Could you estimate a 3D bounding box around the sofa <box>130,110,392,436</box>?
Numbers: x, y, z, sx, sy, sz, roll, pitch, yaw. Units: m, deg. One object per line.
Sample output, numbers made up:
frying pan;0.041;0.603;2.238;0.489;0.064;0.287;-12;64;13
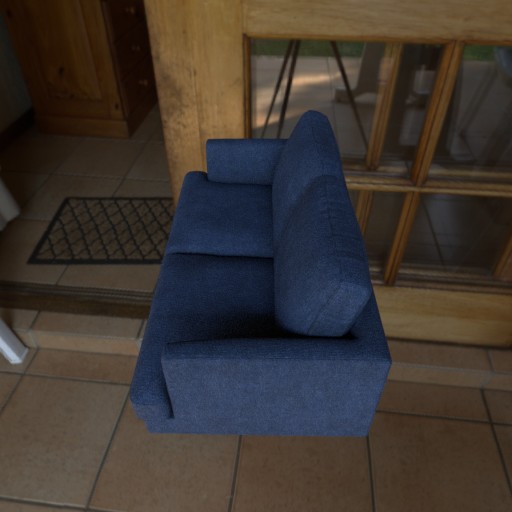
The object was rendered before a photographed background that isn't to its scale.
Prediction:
sofa;0.000;0.000;2.143;0.903;0.944;1.582;1;41;1
